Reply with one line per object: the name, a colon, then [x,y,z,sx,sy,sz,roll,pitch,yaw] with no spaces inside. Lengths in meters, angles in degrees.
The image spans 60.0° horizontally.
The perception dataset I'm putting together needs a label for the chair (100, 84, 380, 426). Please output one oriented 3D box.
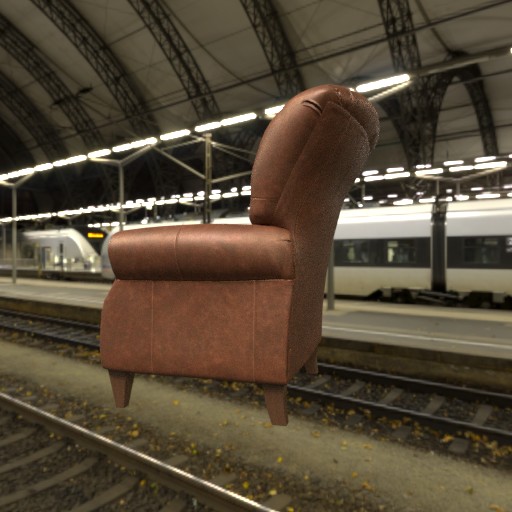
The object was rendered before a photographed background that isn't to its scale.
chair: [0.000,0.000,1.921,1.031,1.162,0.979,0,0,16]
